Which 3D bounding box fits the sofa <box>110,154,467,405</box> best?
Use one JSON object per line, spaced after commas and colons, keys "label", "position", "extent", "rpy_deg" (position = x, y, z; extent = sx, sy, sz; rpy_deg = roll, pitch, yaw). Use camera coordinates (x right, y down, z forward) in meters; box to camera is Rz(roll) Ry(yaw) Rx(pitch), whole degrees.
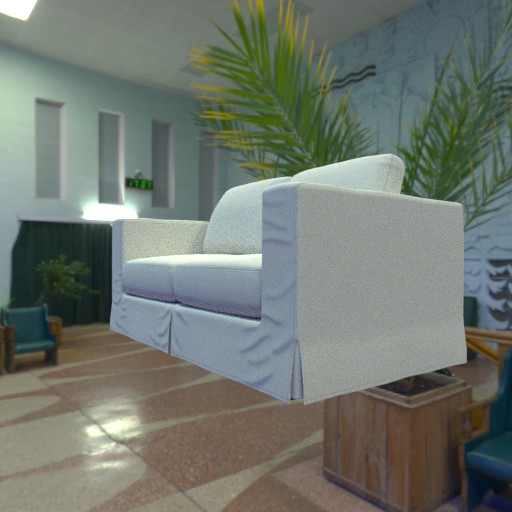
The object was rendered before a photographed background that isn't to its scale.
{"label": "sofa", "position": [0.000, 0.000, 2.383], "extent": [1.009, 0.932, 1.813], "rpy_deg": [0, 0, -36]}
